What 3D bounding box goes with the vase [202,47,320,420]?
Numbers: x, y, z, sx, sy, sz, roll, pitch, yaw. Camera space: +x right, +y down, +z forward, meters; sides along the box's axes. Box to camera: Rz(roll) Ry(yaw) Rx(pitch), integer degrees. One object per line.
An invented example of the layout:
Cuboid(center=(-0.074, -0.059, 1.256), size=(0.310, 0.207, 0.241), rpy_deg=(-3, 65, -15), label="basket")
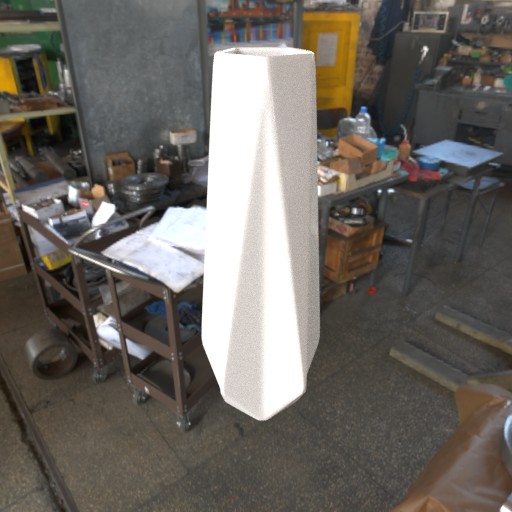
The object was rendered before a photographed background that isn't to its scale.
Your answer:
Cuboid(center=(0.000, 0.000, 0.390), size=(0.116, 0.329, 0.122), rpy_deg=(8, 31, 14), label="vase")
